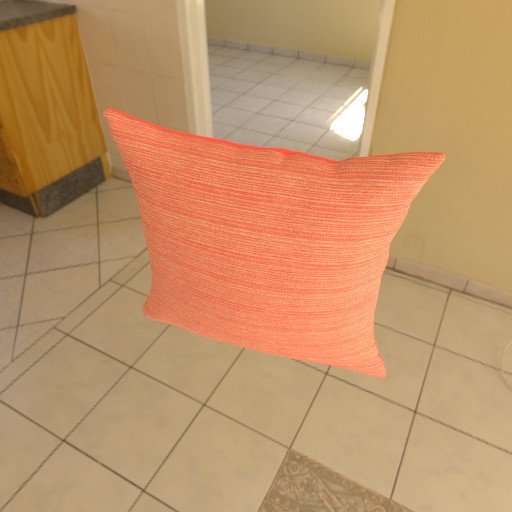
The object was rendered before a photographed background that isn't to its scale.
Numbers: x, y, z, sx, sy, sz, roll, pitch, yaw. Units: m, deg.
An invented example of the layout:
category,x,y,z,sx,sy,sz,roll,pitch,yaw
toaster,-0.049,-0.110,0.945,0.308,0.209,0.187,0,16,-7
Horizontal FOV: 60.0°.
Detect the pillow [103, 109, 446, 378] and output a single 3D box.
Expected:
category,x,y,z,sx,sy,sz,roll,pitch,yaw
pillow,0.000,0.000,0.819,0.559,0.501,0.229,12,42,14
